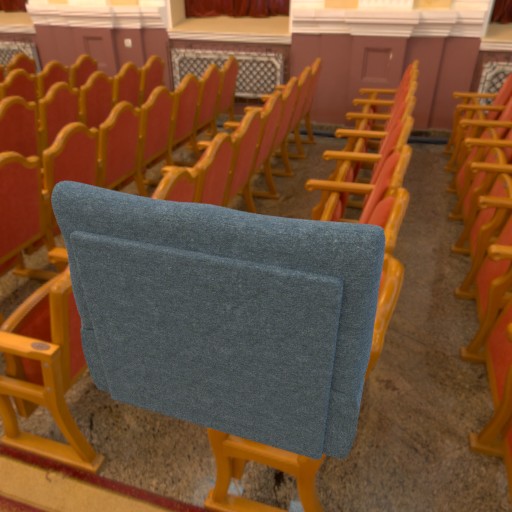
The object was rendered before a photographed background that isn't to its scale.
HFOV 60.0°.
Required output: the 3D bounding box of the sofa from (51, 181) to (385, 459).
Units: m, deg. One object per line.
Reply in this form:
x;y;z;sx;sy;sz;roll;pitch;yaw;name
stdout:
0.000;0.000;1.673;0.930;0.820;1.000;10;33;16;sofa
